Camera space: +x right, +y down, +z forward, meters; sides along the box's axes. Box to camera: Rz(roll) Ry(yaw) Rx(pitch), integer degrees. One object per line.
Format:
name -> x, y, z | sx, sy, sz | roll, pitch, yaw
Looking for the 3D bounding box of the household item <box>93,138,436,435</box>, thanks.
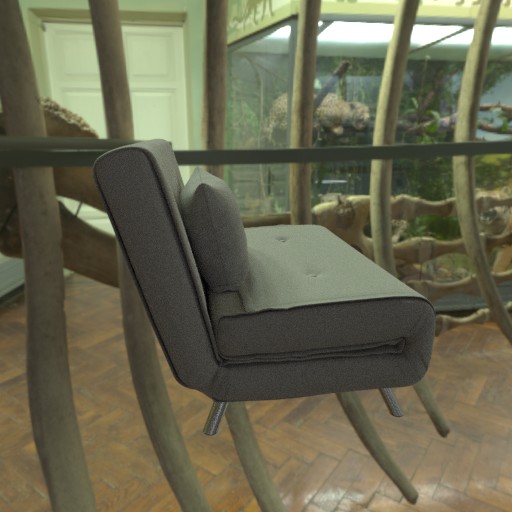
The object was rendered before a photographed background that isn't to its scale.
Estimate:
household item -> 0.000, 0.000, 1.586 | 0.874, 0.800, 1.000 | -2, 16, -8
